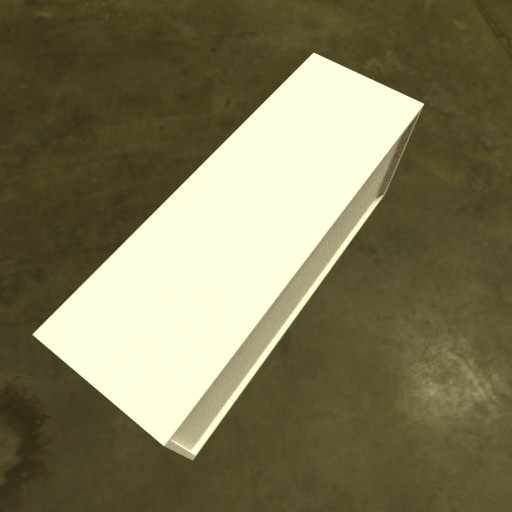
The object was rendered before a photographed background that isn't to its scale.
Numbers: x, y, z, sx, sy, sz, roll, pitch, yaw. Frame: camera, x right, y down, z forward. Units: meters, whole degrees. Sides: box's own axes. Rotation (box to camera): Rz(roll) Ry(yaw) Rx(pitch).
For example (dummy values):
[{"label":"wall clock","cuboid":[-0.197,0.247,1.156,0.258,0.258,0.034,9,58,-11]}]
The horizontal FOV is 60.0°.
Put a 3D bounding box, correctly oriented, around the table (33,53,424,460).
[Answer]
[{"label":"table","cuboid":[0.000,0.000,1.829,0.508,0.769,1.500,33,67,16]}]
